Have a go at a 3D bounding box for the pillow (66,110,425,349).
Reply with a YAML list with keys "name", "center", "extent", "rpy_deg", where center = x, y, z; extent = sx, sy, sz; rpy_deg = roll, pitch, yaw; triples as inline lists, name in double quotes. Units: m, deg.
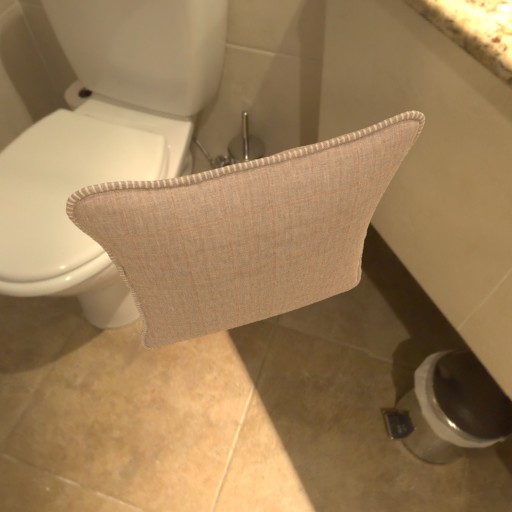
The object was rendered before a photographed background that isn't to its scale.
- name: "pillow"
  center: [0.000, 0.000, 0.754]
  extent: [0.485, 0.494, 0.124]
  rpy_deg: [-15, 59, -10]
